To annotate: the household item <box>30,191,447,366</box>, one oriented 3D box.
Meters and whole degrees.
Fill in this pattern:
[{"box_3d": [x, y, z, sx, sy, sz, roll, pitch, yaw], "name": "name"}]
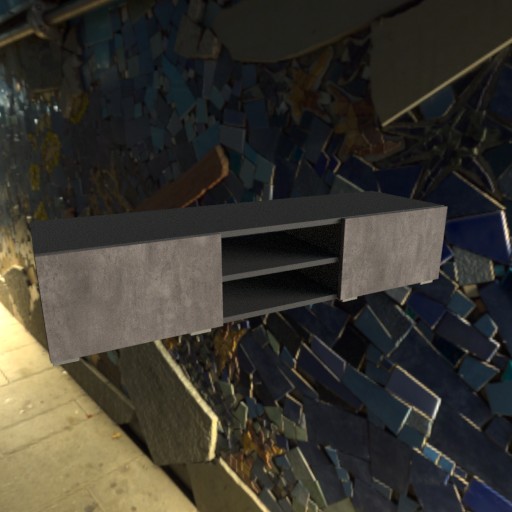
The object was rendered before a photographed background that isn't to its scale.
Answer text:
[{"box_3d": [0.000, 0.000, 1.581, 1.400, 0.310, 0.420, -9, 19, -26], "name": "household item"}]
